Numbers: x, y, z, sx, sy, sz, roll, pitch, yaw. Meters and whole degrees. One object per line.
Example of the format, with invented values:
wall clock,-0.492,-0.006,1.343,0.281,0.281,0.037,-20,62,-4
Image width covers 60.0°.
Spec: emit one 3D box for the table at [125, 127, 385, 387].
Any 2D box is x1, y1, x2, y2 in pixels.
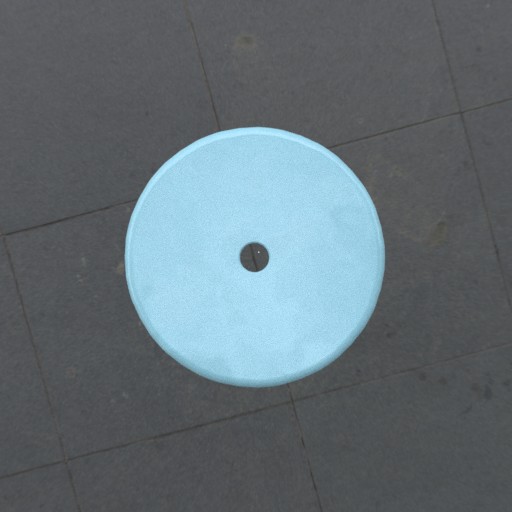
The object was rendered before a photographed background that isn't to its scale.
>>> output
table,0.000,0.000,0.631,0.325,0.388,0.325,0,91,0
